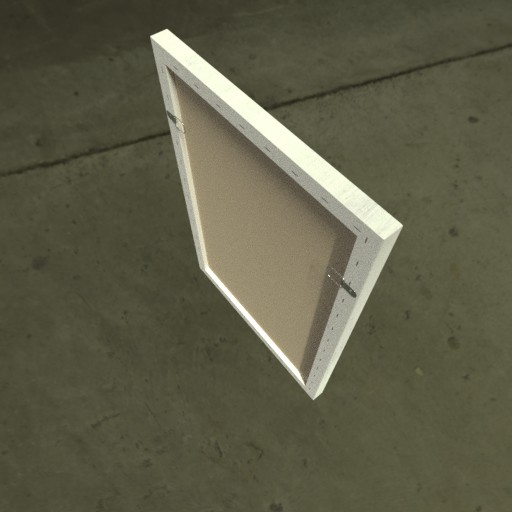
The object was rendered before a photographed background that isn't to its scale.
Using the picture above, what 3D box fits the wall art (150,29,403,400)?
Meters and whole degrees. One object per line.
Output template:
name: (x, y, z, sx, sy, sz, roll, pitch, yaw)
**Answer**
wall art: (0.000, 0.000, 1.147, 0.043, 0.914, 0.624, -34, 64, -19)
